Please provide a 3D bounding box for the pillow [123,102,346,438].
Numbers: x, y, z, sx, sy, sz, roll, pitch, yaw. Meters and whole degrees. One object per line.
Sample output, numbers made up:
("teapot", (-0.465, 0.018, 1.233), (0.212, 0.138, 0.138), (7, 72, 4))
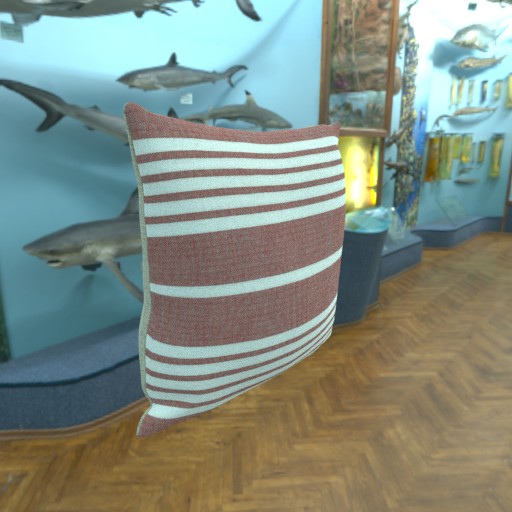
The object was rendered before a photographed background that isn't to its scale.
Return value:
("pillow", (0.000, 0.000, 0.687), (0.182, 0.427, 0.439), (13, 19, 42))
